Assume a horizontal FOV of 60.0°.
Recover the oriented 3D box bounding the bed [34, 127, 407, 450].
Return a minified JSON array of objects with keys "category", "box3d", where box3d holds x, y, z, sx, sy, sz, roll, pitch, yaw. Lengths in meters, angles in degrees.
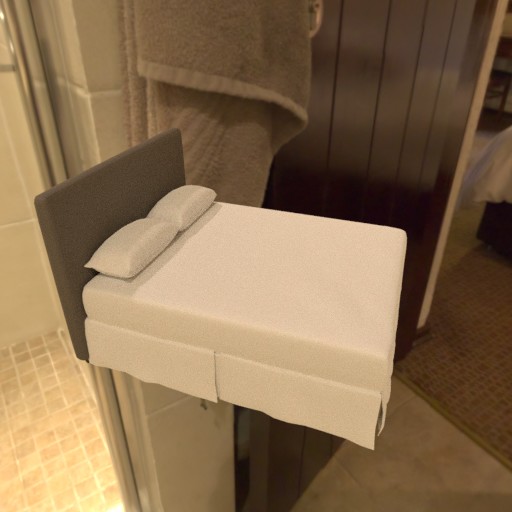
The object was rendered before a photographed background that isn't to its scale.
[{"category":"bed","box3d":[0.000,0.000,3.231,2.142,1.330,1.723,10,32,17]}]
